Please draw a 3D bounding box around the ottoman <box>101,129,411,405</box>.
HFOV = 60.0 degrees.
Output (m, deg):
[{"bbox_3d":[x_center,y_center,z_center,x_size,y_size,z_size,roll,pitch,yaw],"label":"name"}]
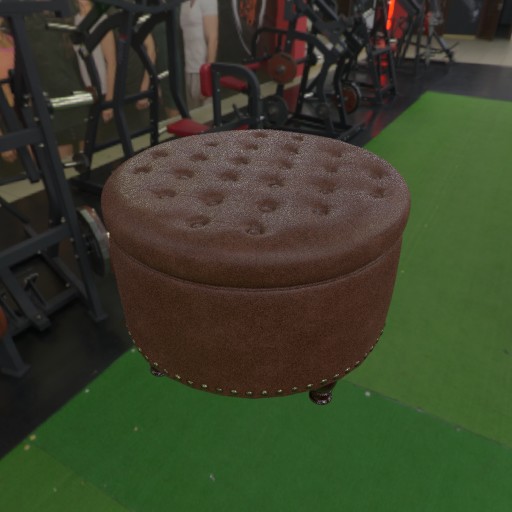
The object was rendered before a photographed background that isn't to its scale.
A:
[{"bbox_3d":[0.000,0.000,1.045,0.637,0.442,0.637,0,33,0],"label":"ottoman"}]
